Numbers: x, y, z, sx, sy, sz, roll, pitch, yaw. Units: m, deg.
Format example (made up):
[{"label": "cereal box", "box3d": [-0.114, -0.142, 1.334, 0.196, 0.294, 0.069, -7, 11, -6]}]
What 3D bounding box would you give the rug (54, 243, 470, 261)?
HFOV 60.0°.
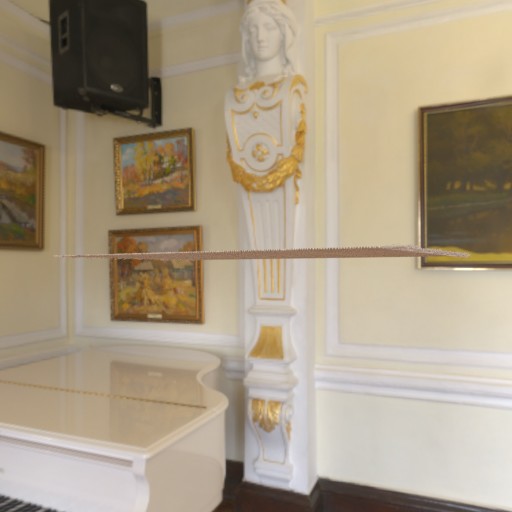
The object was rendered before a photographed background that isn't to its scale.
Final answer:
[{"label": "rug", "box3d": [0.000, 0.000, 2.484, 2.021, 0.027, 1.224, -1, -2, 35]}]
